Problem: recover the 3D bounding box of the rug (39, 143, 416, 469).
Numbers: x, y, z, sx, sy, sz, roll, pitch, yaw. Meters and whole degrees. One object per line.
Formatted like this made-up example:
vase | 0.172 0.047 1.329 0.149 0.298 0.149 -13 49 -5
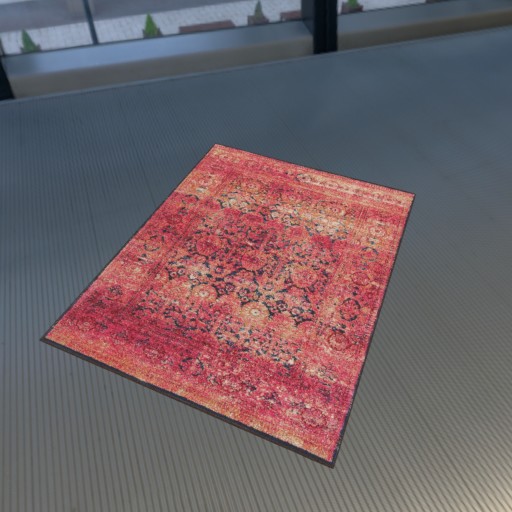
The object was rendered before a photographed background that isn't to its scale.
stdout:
rug | 0.000 0.000 4.111 2.411 0.020 3.032 18 50 16
